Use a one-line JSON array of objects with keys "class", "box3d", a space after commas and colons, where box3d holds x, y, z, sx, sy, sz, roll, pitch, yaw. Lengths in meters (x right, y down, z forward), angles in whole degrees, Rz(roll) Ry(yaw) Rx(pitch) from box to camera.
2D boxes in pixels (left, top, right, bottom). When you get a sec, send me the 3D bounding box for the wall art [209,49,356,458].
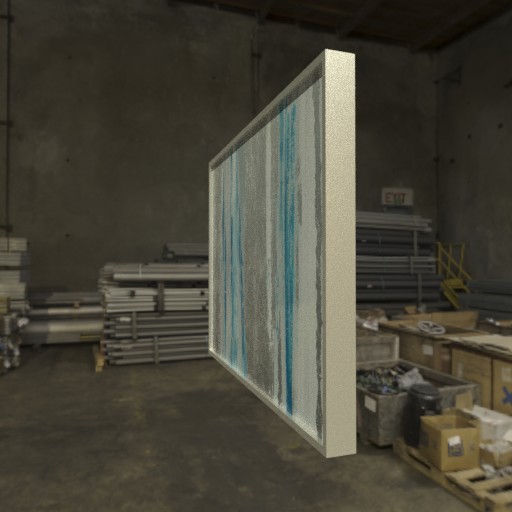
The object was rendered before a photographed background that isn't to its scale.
[{"class": "wall art", "box3d": [0.000, 0.000, 1.379, 0.066, 0.801, 1.056, 0, -1, -19]}]
